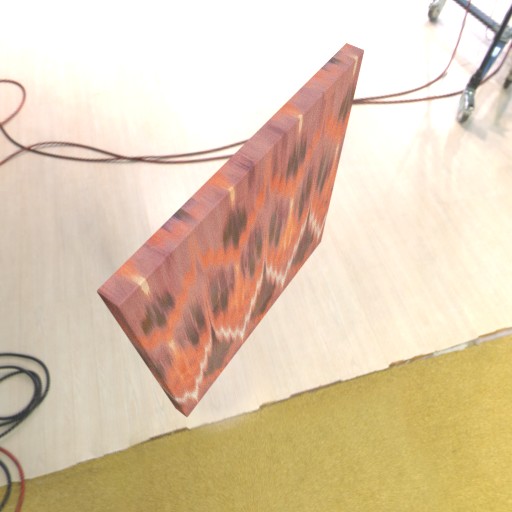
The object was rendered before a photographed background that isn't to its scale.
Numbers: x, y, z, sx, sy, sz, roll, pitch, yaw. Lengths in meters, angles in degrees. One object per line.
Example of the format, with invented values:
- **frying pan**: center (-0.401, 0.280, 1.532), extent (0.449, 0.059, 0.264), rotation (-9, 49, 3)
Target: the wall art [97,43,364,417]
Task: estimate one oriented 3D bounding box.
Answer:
- **wall art**: center (0.000, 0.000, 0.908), extent (0.037, 0.609, 0.603), rotation (31, 63, 18)
